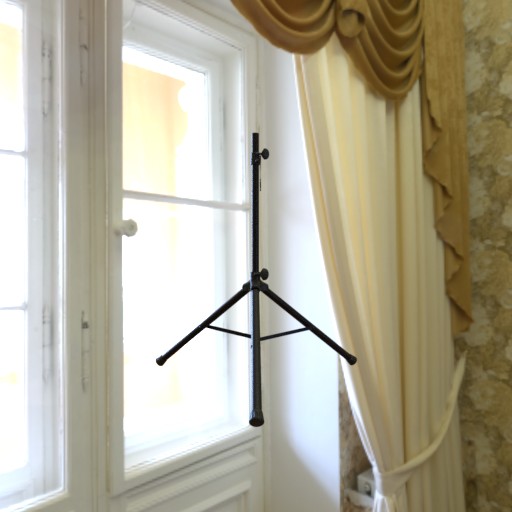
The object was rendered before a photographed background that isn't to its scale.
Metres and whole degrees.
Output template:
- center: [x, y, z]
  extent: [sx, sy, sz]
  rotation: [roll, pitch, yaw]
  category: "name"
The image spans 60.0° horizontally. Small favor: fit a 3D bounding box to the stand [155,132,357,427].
- center: [0.000, 0.000, 1.895]
  extent: [1.045, 1.136, 0.907]
  rotation: [0, 0, 0]
  category: "stand"
